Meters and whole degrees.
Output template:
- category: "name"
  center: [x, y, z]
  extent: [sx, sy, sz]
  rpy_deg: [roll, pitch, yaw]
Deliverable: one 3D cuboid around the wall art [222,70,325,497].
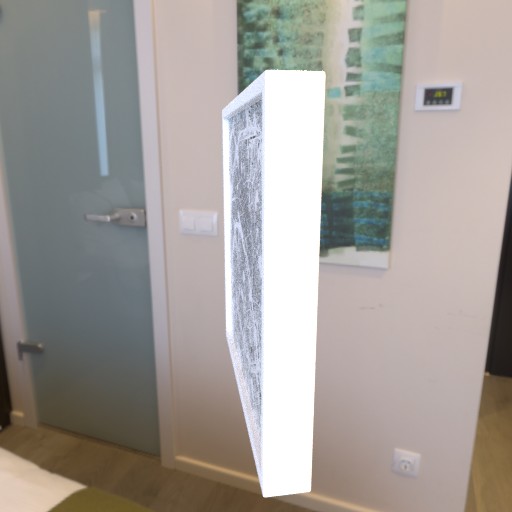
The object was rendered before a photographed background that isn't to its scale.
- category: "wall art"
  center: [0.000, 0.000, 0.449]
  extent: [0.038, 0.305, 0.305]
  rpy_deg: [-2, 14, -9]
